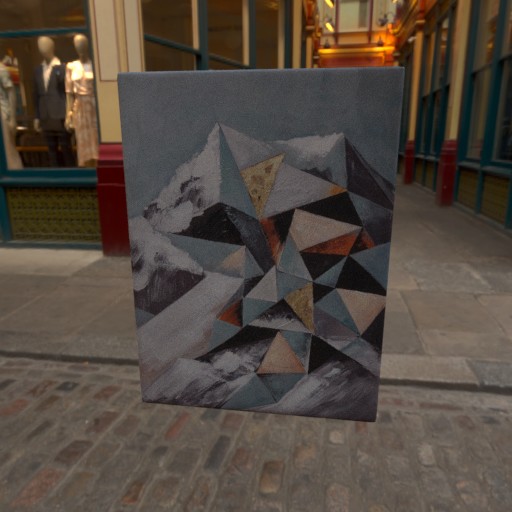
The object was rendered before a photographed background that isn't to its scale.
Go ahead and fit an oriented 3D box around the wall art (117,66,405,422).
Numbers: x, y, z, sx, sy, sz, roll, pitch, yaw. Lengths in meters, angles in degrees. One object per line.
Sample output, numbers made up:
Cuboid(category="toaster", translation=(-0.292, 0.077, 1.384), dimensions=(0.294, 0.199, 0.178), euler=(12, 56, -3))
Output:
Cuboid(category="wall art", translation=(0.000, 0.000, 0.789), dimensions=(0.455, 0.613, 0.037), euler=(2, 15, 8))
